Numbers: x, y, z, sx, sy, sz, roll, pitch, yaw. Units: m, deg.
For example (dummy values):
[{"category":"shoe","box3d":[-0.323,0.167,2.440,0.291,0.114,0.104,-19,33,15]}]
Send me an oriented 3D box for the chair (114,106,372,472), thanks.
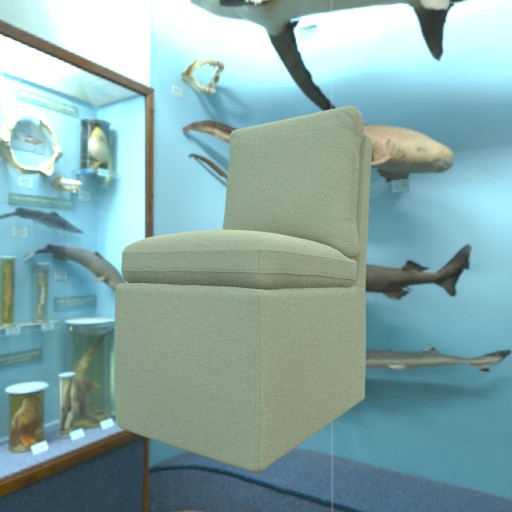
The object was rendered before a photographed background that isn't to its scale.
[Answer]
[{"category":"chair","box3d":[0.000,0.000,1.329,0.503,0.927,0.698,0,-1,35]}]
